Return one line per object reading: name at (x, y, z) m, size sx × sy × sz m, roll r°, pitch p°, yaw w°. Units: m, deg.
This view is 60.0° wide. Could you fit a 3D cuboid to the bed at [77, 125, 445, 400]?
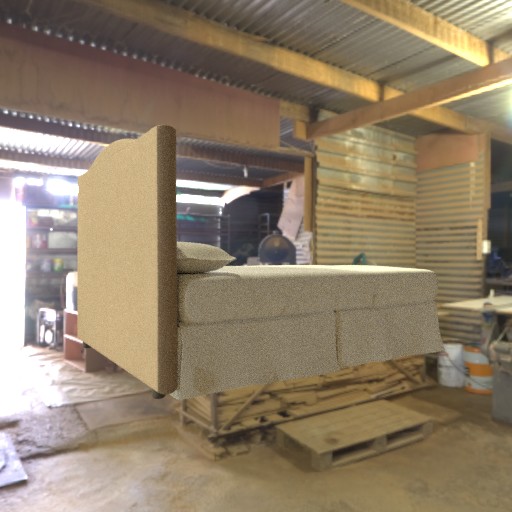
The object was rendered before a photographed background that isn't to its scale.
bed at (0.000, 0.000, 3.459) m, size 2.282 × 1.436 × 1.821 m, roll 0°, pitch 0°, yaw -34°
